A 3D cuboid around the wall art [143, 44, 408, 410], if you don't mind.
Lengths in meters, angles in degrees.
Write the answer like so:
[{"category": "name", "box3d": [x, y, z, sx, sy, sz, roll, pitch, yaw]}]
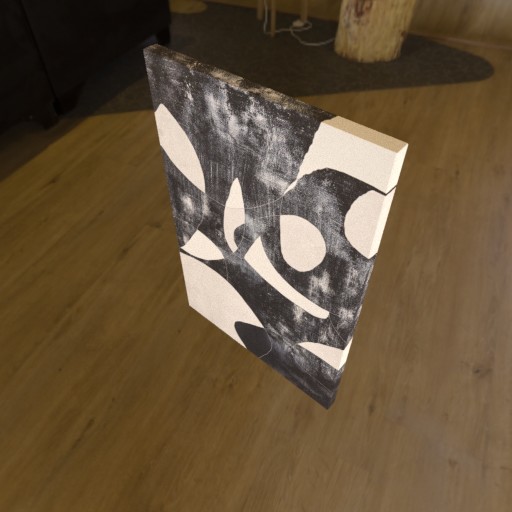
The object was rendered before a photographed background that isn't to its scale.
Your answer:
[{"category": "wall art", "box3d": [0.000, 0.000, 1.164, 0.610, 0.915, 0.041, 32, 54, 27]}]
